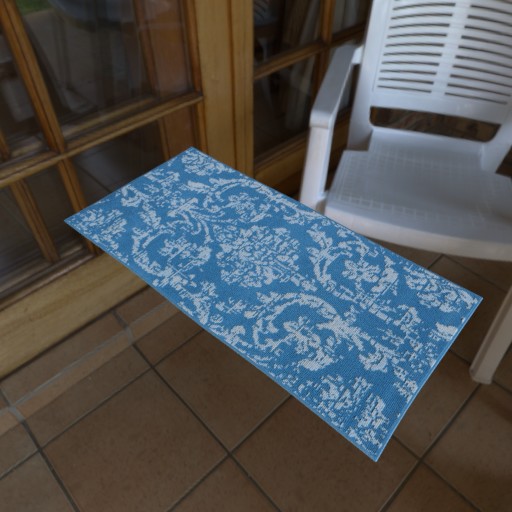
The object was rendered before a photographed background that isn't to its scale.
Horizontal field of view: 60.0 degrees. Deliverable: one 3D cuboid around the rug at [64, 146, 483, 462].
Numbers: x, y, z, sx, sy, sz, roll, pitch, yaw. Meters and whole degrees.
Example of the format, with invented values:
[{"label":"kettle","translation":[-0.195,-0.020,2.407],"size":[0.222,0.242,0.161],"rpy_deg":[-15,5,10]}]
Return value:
[{"label":"rug","translation":[0.000,0.000,1.403],"size":[1.219,0.007,0.604],"rpy_deg":[32,54,27]}]
